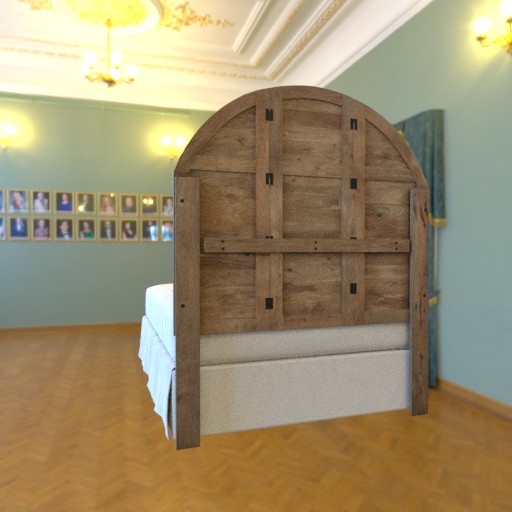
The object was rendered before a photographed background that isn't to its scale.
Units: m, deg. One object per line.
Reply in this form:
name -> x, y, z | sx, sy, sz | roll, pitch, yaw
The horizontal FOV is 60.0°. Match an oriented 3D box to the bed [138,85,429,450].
bed -> 0.000, 0.000, 3.562 | 1.713, 2.002, 2.112 | 0, 1, -19
